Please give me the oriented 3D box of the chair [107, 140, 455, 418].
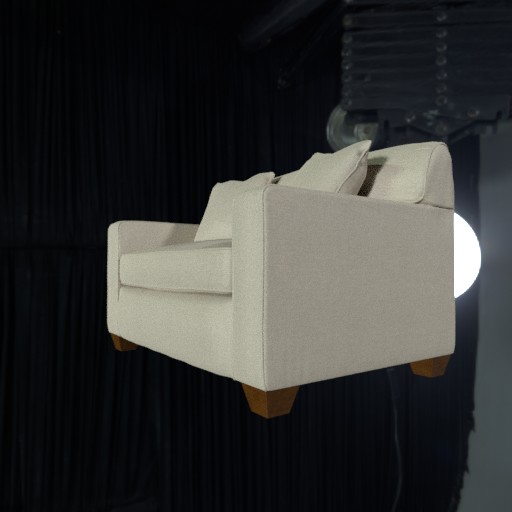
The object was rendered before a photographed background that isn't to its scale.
[{"bbox_3d":[0.000,0.000,2.025,1.000,0.948,1.383,1,-2,-36],"label":"chair"}]
